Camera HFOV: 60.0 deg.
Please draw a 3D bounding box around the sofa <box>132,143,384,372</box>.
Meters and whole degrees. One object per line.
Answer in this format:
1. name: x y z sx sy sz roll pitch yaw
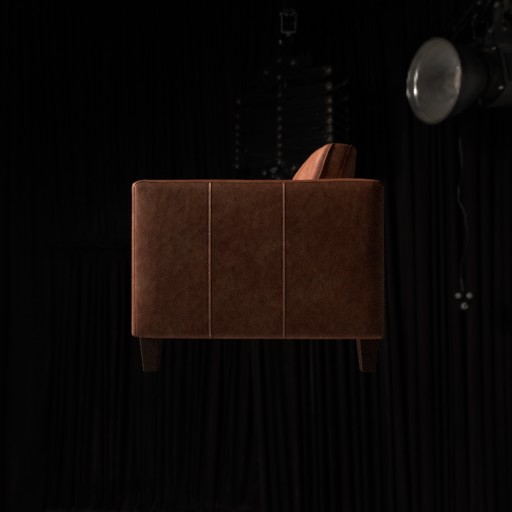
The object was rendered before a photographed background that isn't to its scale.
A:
1. sofa: 0.000 0.000 2.513 0.923 0.863 1.971 0 -1 1
